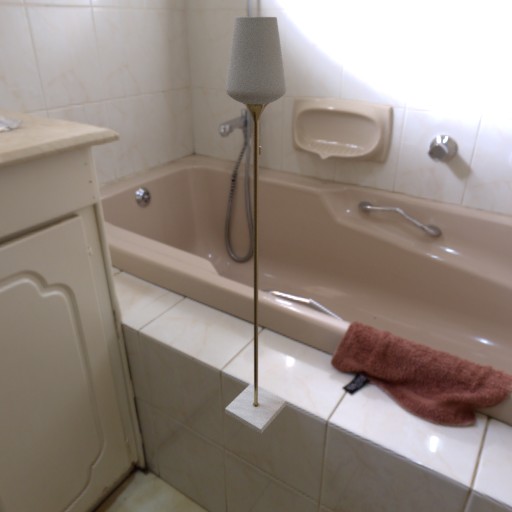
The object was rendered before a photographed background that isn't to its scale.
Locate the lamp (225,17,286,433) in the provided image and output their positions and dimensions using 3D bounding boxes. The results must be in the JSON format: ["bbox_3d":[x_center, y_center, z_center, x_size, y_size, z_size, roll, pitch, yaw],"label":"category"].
[{"bbox_3d":[0.000,0.000,1.912,0.229,1.813,0.232,18,33,31],"label":"lamp"}]
